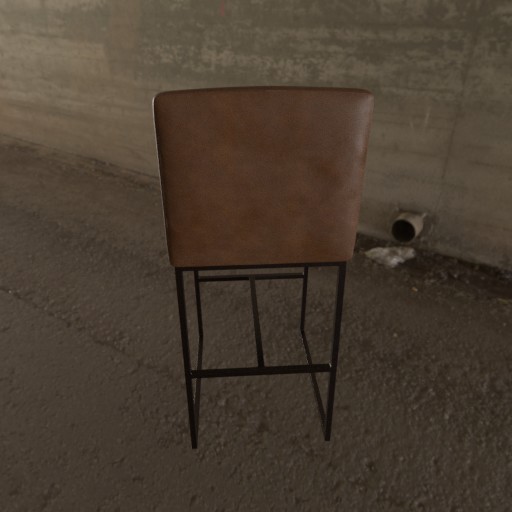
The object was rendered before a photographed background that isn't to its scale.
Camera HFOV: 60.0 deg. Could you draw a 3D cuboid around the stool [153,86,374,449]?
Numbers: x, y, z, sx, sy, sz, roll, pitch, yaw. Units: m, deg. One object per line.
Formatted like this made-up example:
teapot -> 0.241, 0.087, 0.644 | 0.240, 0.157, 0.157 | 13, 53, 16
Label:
stool -> 0.000, 0.000, 1.359 | 0.463, 1.065, 0.562 | -2, 30, -3
